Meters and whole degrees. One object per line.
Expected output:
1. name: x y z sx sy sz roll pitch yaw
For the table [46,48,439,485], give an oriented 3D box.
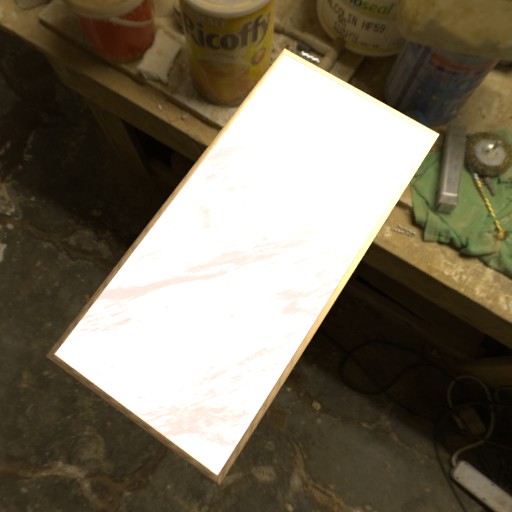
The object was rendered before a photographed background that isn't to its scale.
1. table: 0.000 0.000 1.485 0.577 0.405 1.197 33 77 8
